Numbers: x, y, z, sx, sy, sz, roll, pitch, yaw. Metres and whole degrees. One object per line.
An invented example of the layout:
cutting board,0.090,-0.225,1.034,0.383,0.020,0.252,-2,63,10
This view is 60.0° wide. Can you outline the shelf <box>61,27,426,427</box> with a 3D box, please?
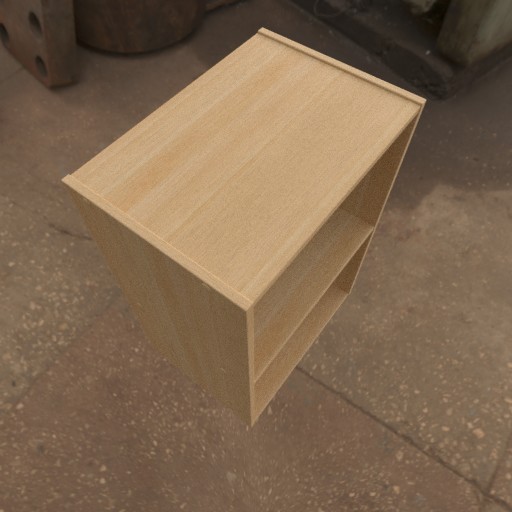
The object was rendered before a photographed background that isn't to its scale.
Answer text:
shelf,0.000,0.000,0.834,0.290,0.592,0.414,33,64,19
